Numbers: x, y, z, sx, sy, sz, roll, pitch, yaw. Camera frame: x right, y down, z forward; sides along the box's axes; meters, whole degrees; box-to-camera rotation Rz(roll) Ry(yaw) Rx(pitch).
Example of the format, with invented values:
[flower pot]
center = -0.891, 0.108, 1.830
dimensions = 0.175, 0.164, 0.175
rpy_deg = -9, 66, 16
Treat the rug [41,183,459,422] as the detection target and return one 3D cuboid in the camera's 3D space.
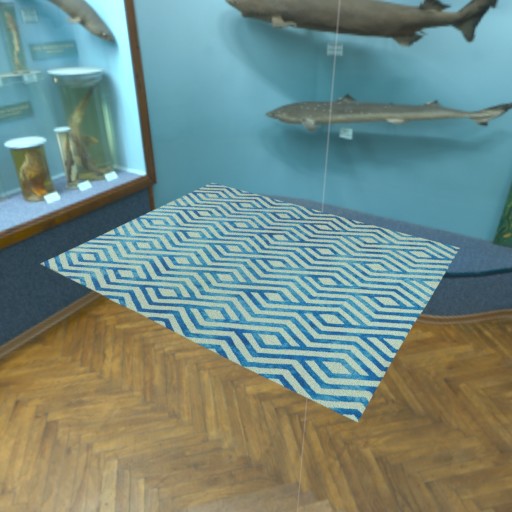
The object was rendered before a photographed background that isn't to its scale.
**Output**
[rug]
center = 0.000, 0.000, 4.126
dimensions = 3.059, 0.008, 2.453
rpy_deg = 19, 35, 29
